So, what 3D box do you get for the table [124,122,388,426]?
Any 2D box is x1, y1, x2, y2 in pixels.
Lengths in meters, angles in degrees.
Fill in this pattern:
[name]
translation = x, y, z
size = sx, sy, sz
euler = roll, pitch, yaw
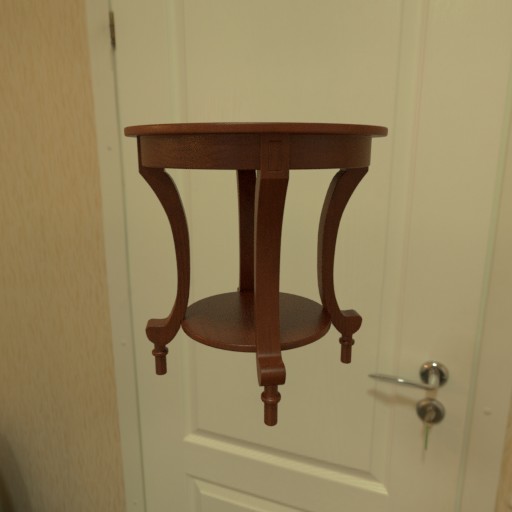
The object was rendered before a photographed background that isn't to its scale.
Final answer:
[table]
translation = 0.000, 0.000, 1.114
size = 0.597, 0.612, 0.597
euler = 0, 14, 0
